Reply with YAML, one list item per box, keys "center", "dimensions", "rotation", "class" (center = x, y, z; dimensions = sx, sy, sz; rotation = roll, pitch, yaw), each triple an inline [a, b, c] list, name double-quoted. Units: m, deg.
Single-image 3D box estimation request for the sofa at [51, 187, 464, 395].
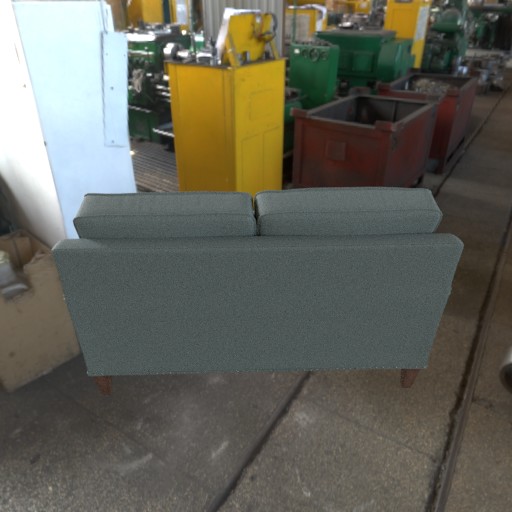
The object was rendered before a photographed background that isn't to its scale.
- center: [0.000, 0.000, 2.233]
  dimensions: [1.597, 1.003, 1.084]
  rotation: [-1, 31, -1]
  class: "sofa"
